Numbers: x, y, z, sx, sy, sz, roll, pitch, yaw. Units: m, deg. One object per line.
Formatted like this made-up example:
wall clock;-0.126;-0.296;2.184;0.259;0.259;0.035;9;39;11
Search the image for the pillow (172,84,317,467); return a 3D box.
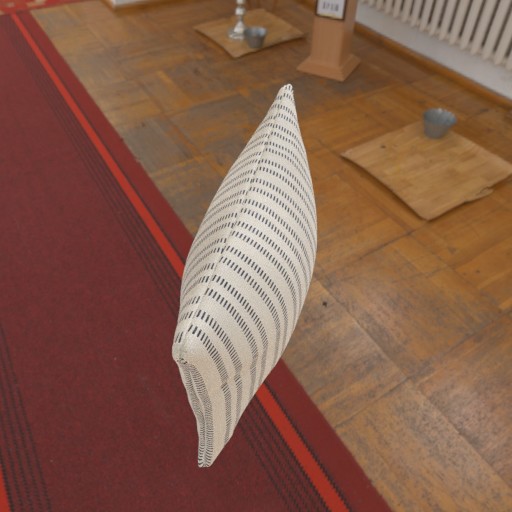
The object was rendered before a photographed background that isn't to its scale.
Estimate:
pillow;0.000;0.000;0.799;0.210;0.353;0.640;10;47;9
